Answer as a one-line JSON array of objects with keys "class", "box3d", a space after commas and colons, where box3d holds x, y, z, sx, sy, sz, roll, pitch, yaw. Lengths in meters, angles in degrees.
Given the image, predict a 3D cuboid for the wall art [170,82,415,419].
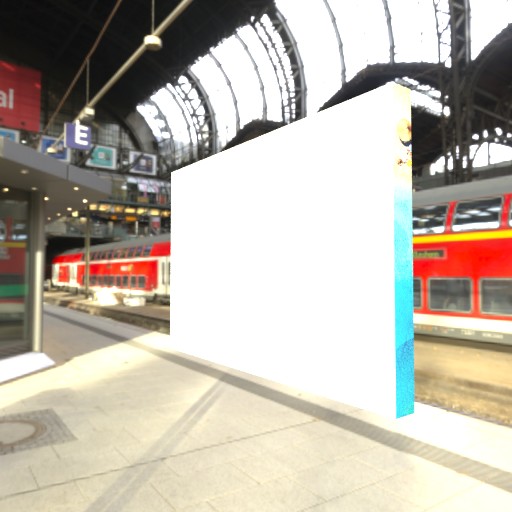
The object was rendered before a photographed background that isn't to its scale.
[{"class": "wall art", "box3d": [0.000, 0.000, 1.156, 0.057, 0.595, 0.894, 2, -3, -36]}]
